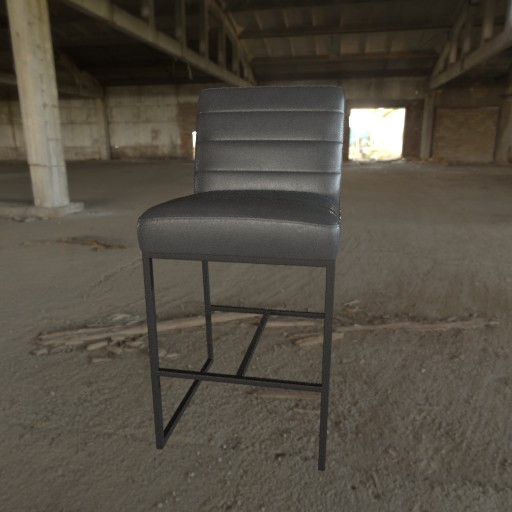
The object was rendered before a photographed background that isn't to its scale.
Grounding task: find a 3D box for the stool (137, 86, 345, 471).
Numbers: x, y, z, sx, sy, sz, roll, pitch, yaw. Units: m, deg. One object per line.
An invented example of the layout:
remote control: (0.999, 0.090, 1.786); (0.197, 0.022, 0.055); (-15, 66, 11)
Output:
stool: (0.000, 0.000, 1.241); (0.457, 0.938, 0.552); (3, 15, 10)
